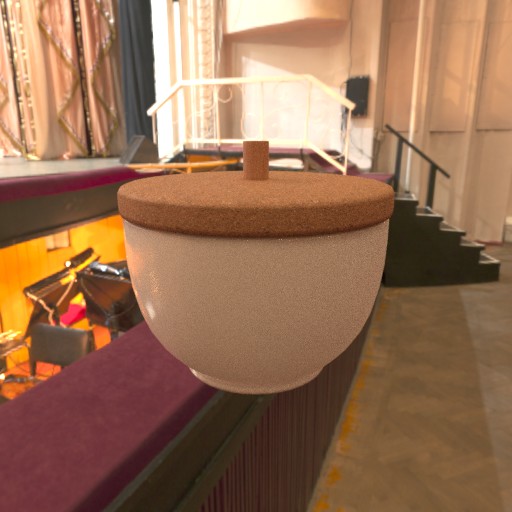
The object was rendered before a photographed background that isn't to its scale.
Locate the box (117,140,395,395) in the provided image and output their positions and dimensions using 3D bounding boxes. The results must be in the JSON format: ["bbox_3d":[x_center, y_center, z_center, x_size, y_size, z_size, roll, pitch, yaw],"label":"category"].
[{"bbox_3d":[0.000,0.000,0.186,0.107,0.094,0.107,0,16,0],"label":"box"}]
